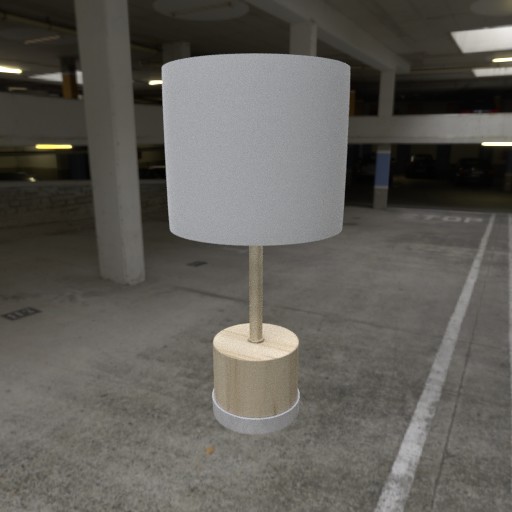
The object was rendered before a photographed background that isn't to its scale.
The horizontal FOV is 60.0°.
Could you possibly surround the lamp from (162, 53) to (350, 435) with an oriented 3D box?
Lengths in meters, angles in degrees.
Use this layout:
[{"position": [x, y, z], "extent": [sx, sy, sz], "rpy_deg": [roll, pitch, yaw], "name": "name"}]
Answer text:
[{"position": [0.000, 0.000, 0.604], "extent": [0.229, 0.470, 0.229], "rpy_deg": [8, 17, 28], "name": "lamp"}]
